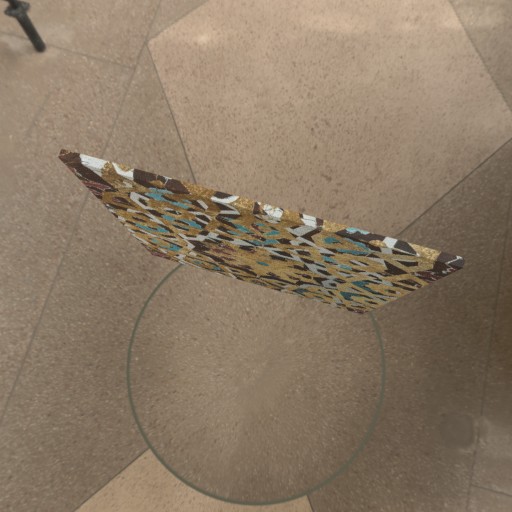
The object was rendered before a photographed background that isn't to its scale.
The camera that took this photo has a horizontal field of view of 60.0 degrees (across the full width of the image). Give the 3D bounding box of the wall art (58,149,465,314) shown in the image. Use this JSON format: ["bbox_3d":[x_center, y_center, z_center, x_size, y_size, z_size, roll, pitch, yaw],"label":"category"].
[{"bbox_3d":[0.000,0.000,0.622,0.404,0.406,0.010,16,77,4],"label":"wall art"}]
